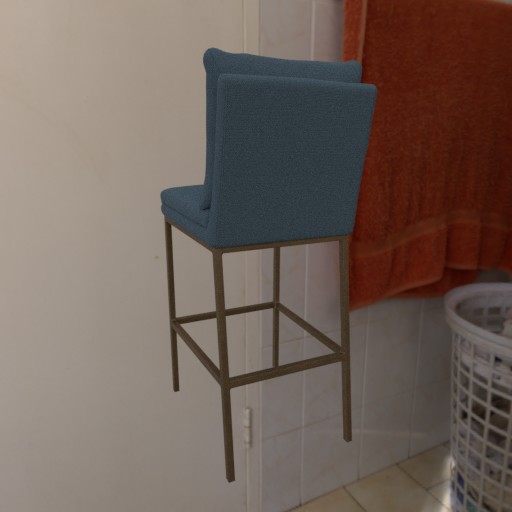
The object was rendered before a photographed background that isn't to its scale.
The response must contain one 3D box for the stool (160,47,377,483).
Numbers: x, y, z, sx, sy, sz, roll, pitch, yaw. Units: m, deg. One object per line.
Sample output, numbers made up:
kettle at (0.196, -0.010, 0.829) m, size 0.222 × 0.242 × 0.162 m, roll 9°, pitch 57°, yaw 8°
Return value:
stool at (0.000, 0.000, 1.403) m, size 0.463 × 1.124 × 0.568 m, roll -7°, pitch 16°, yaw -24°
